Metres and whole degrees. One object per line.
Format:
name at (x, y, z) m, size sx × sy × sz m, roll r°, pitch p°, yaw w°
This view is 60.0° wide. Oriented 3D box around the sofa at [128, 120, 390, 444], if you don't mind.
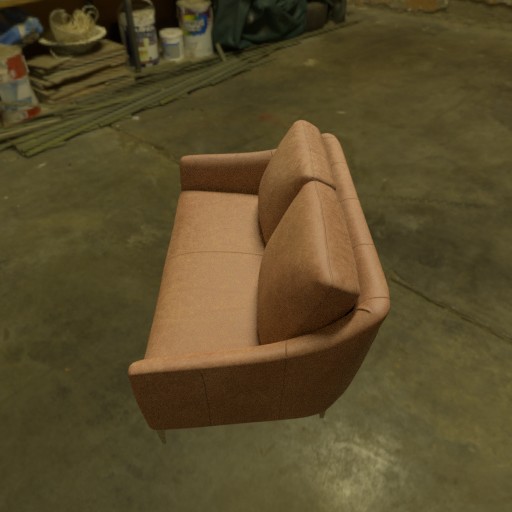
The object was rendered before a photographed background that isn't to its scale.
sofa at (0.000, 0.000, 2.262) m, size 0.960 × 0.902 × 1.619 m, roll 0°, pitch 41°, yaw 0°
